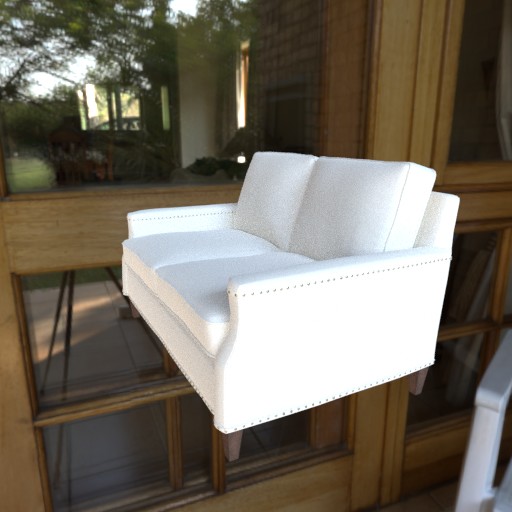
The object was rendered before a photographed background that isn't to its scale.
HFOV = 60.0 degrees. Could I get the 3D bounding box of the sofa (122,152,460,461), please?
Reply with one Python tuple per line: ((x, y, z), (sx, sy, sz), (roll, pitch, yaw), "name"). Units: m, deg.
((0.000, 0.000, 2.260), (1.084, 1.003, 1.597), (-8, 17, -27), "sofa")
